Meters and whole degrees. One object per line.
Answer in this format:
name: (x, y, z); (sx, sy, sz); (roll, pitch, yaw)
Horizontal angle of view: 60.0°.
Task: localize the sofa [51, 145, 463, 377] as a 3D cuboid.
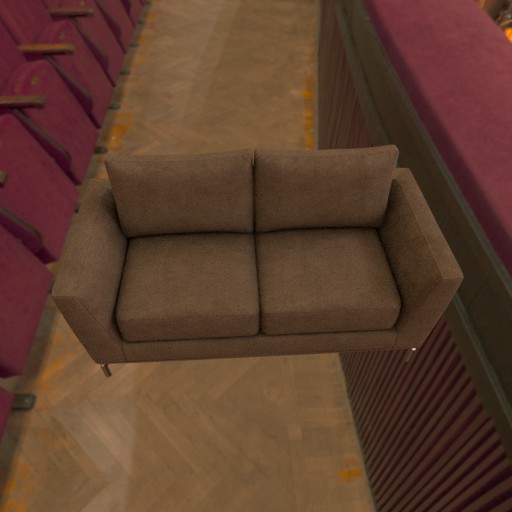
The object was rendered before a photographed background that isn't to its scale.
sofa: (0.000, 0.000, 2.396); (1.832, 1.013, 0.855); (-2, 47, -2)
